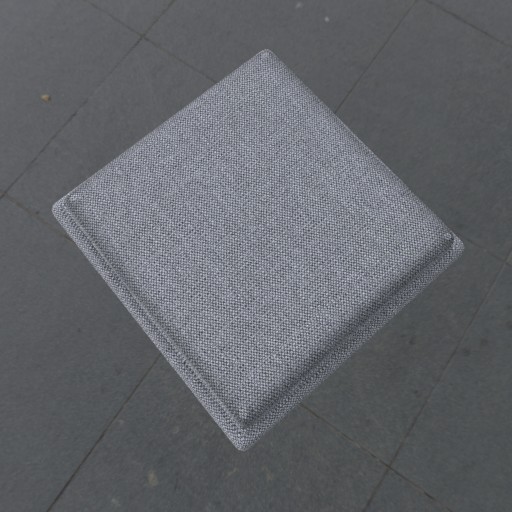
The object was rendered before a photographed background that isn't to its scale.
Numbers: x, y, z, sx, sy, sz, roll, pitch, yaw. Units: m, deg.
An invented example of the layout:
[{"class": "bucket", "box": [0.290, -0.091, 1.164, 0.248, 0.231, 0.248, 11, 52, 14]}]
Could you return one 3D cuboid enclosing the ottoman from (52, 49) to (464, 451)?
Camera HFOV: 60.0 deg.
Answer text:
[{"class": "ottoman", "box": [0.000, 0.000, 0.822, 0.436, 0.487, 0.454, -40, 79, -9]}]
